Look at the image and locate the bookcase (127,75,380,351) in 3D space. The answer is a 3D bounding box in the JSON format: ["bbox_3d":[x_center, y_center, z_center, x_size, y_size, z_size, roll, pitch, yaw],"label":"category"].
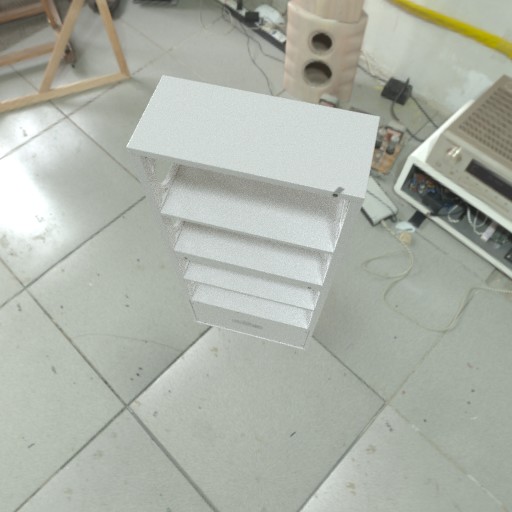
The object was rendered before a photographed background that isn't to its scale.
[{"bbox_3d":[0.000,0.000,2.228,0.761,1.869,0.361,13,64,7],"label":"bookcase"}]
